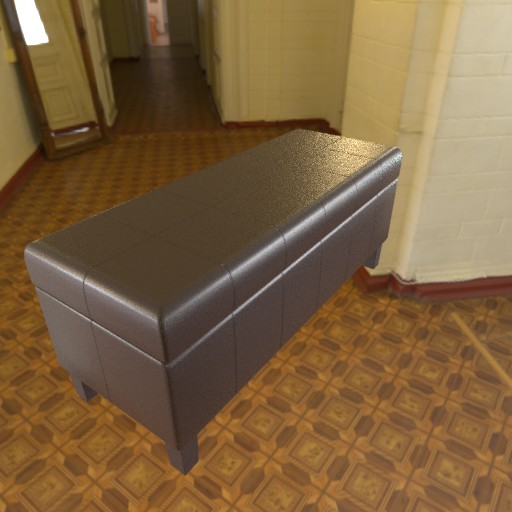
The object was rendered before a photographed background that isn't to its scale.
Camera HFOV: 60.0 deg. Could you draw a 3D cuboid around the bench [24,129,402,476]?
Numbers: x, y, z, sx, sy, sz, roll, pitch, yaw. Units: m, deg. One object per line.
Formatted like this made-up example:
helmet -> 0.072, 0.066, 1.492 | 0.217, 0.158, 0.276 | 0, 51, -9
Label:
bench -> 0.000, 0.000, 1.299 | 0.429, 0.457, 1.092 | 21, 37, 30
